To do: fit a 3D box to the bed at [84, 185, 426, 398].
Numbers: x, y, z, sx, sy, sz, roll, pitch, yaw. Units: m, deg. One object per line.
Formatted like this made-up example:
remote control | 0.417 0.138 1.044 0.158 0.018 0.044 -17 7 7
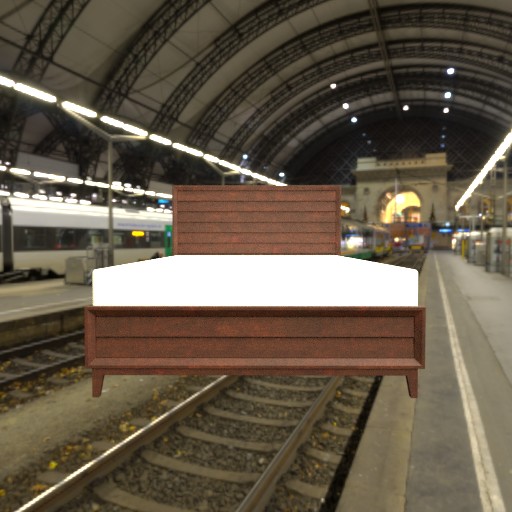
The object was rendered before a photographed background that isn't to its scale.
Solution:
bed | 0.000 0.000 3.161 1.600 1.270 2.184 0 2 0
